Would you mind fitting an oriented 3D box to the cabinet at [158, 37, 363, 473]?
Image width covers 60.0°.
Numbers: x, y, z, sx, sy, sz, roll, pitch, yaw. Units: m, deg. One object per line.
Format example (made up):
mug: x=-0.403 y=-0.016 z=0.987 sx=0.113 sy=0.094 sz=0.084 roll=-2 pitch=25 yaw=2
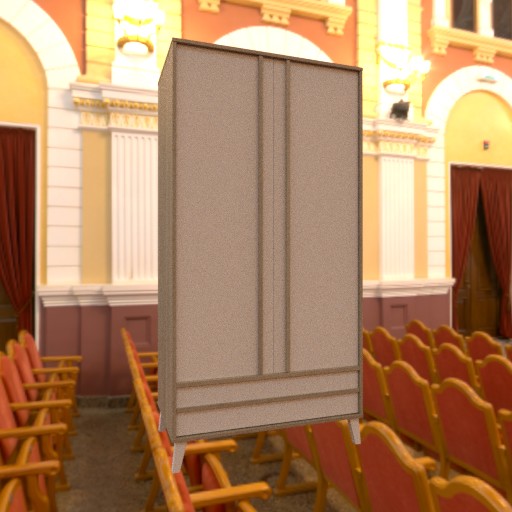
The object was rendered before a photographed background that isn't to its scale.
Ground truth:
cabinet: x=0.000 y=0.000 z=2.456 sx=1.006 sy=1.999 sz=0.571 roll=0 pitch=0 yaw=-19
